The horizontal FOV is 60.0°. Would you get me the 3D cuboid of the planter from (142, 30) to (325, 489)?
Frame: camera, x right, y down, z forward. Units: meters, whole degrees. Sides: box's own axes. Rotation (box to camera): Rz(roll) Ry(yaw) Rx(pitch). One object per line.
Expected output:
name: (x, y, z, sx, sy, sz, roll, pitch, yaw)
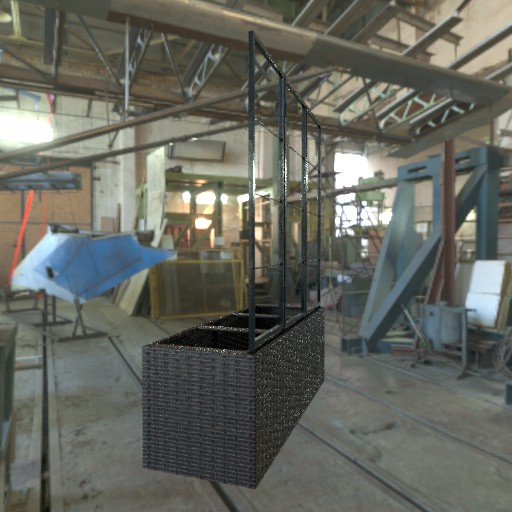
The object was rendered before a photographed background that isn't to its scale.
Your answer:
planter: (0.000, 0.000, 1.169, 0.244, 0.841, 0.699, 0, 1, 19)
